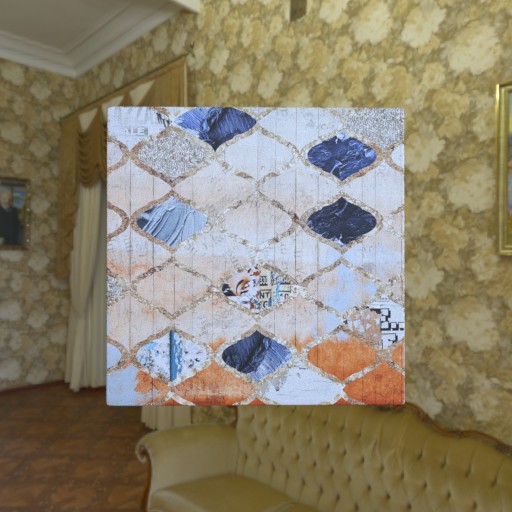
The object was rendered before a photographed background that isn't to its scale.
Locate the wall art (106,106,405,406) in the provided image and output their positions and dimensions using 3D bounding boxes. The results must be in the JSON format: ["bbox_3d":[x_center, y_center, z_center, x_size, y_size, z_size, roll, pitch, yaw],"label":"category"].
[{"bbox_3d":[0.000,0.000,1.376,0.912,0.914,0.039,0,0,-1],"label":"wall art"}]
